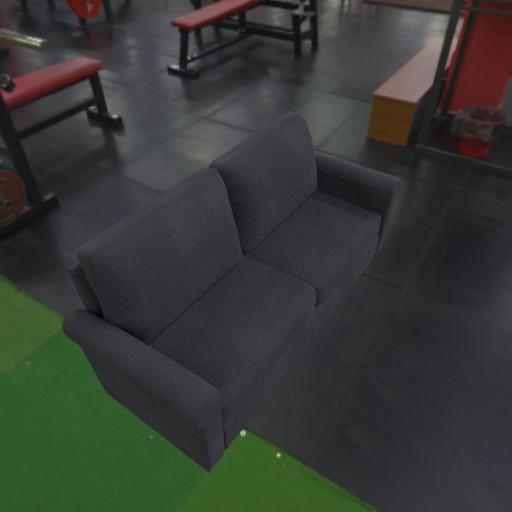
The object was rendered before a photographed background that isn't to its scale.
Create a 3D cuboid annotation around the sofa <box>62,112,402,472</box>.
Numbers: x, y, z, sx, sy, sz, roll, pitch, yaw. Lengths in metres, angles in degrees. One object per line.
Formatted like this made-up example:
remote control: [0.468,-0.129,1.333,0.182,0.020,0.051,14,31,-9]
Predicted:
sofa: [0.000,0.000,2.408,0.842,0.942,1.935,26,48,26]
